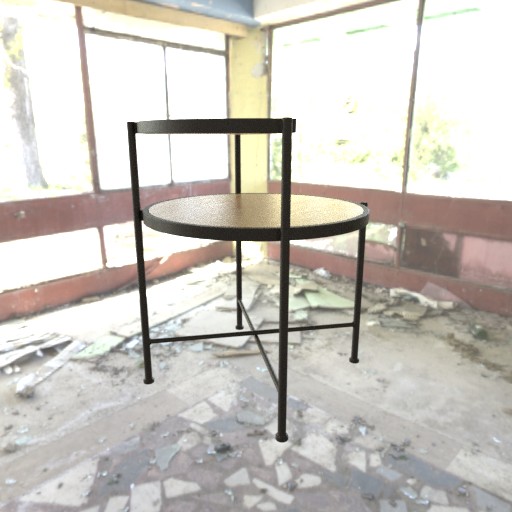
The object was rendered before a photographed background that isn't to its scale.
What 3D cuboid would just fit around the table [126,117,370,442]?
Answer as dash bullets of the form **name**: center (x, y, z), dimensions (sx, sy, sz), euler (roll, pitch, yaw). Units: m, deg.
- **table**: center (0.000, 0.000, 1.184), dimensions (0.628, 0.684, 0.629), euler (-3, 15, -11)
